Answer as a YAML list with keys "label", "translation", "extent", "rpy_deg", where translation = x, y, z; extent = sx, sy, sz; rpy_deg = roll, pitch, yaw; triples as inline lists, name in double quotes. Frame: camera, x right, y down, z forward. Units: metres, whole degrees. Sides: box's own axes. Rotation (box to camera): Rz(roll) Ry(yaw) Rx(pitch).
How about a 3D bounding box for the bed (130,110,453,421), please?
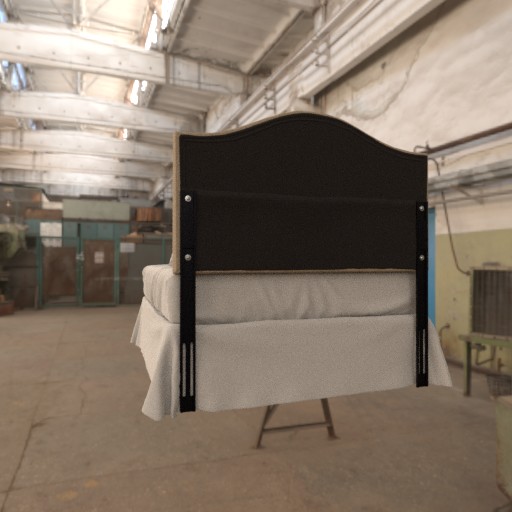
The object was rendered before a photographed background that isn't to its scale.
- label: "bed"
  translation: [0.000, 0.000, 3.494]
  extent: [1.876, 1.645, 2.221]
  rpy_deg: [0, 0, -18]
